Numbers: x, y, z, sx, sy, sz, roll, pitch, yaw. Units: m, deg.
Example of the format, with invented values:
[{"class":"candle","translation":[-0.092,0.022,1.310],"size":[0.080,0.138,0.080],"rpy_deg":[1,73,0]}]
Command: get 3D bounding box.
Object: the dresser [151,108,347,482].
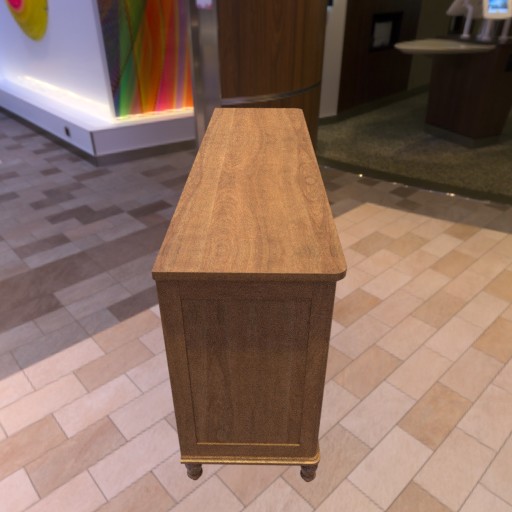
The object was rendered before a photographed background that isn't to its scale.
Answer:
[{"class":"dresser","translation":[0.000,0.000,1.952],"size":[0.468,0.892,1.583],"rpy_deg":[1,32,1]}]
